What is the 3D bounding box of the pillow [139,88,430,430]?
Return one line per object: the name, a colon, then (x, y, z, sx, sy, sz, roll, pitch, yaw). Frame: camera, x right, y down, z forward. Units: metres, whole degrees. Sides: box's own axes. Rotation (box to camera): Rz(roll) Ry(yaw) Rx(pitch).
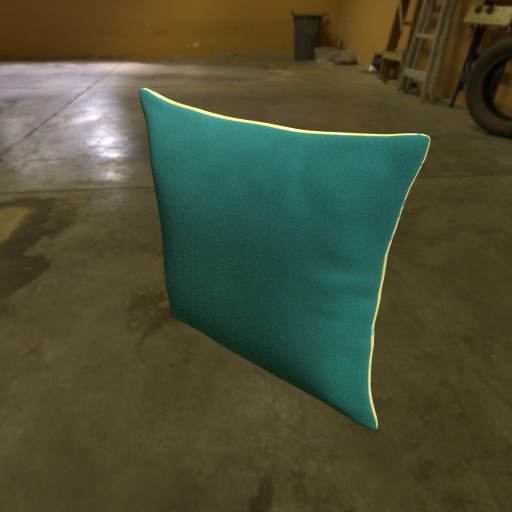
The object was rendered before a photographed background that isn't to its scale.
pillow: (0.000, 0.000, 0.777, 0.525, 0.508, 0.166, 22, 36, 33)
